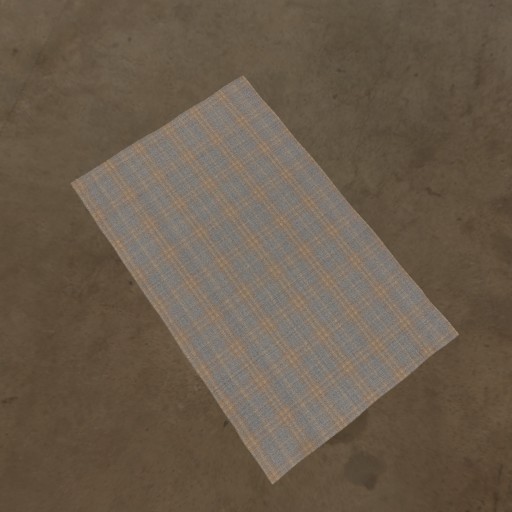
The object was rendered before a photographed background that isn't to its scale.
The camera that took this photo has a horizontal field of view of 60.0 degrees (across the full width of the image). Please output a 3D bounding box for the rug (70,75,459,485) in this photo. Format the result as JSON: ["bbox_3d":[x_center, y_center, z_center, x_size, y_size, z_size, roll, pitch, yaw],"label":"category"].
[{"bbox_3d":[0.000,0.000,3.065,1.545,0.016,2.460,-35,78,-9],"label":"rug"}]
